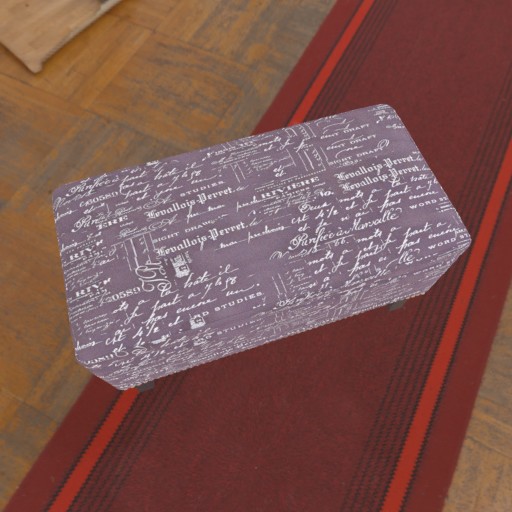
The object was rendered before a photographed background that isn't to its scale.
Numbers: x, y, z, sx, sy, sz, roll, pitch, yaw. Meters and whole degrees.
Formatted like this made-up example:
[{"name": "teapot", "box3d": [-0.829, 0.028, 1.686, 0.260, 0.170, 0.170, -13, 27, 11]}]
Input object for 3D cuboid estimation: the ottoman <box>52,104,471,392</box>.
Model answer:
[{"name": "ottoman", "box3d": [0.000, 0.000, 1.095, 0.813, 0.457, 0.406, -16, 66, -8]}]
